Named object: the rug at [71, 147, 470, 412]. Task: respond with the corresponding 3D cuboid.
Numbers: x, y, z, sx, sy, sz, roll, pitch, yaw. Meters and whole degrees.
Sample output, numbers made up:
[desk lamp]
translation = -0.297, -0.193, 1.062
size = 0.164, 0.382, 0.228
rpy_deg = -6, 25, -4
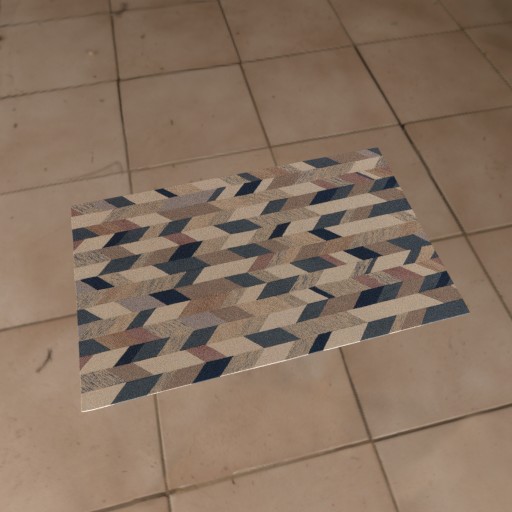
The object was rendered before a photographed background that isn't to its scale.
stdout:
[rug]
translation = 0.000, 0.000, 3.035
size = 2.423, 0.008, 1.513
rpy_deg = -12, 59, -7
